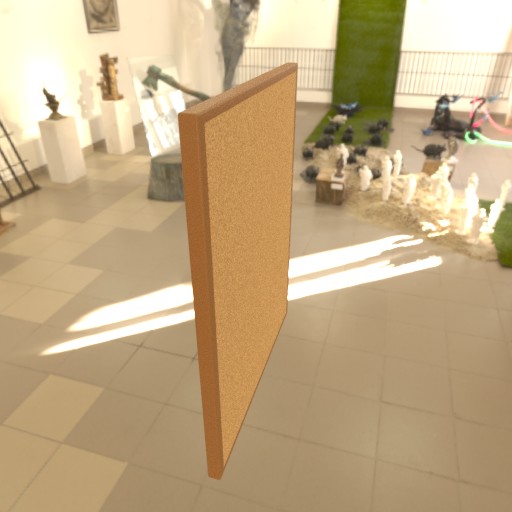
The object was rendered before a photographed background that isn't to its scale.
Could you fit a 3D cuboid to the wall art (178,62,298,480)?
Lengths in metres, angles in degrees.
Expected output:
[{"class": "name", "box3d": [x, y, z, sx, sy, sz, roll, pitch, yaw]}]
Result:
[{"class": "wall art", "box3d": [0.000, 0.000, 0.509, 0.015, 0.379, 0.310, 8, 31, 15]}]
